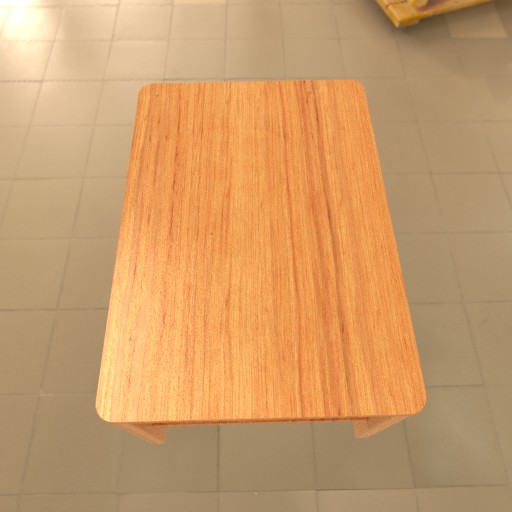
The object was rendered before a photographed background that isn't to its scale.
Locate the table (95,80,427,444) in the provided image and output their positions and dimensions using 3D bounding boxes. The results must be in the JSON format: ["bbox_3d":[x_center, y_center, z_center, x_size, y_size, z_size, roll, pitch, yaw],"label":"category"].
[{"bbox_3d":[0.000,0.000,1.342,0.696,0.445,0.997,-1,62,-1],"label":"table"}]
